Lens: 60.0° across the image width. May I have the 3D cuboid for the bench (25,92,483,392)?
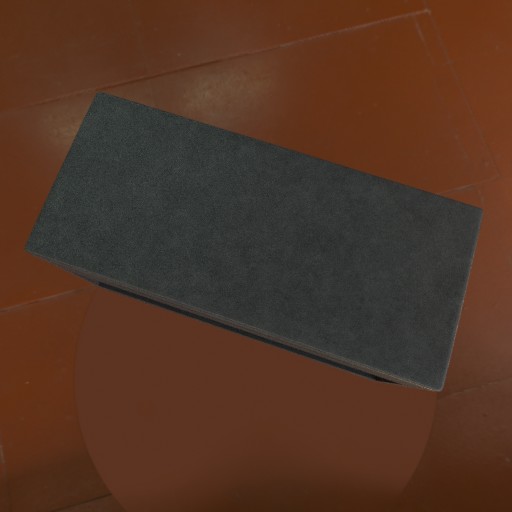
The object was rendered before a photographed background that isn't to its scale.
[{"bbox_3d":[0.000,0.000,1.179,0.905,0.501,0.401,18,77,4],"label":"bench"}]
